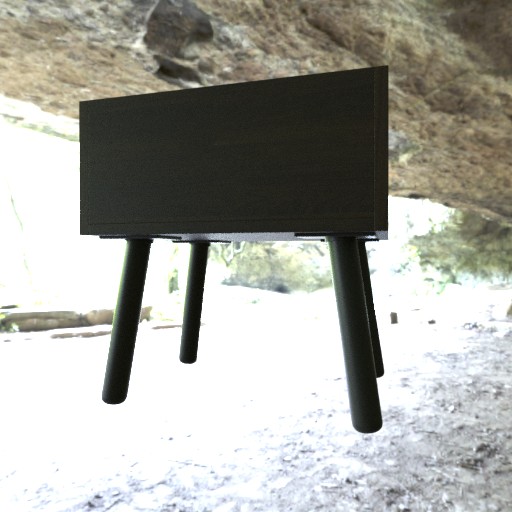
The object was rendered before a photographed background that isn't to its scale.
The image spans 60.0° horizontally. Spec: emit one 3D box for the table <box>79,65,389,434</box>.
[{"bbox_3d":[0.000,0.000,0.786,0.450,0.470,0.370,0,0,17],"label":"table"}]
